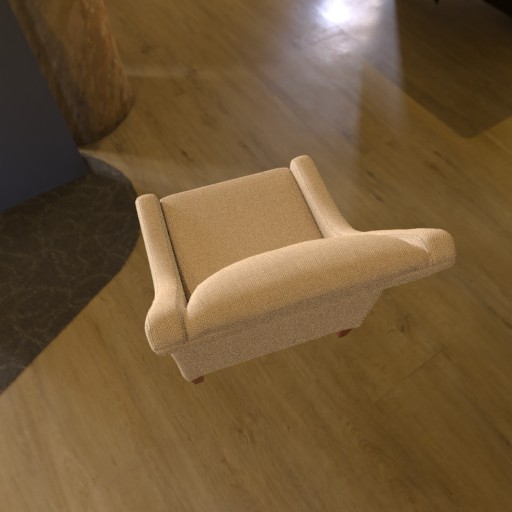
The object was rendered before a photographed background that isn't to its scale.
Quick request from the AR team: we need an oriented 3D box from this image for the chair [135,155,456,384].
[{"bbox_3d":[0.000,0.000,1.619,0.774,1.014,0.870,-16,60,-9],"label":"chair"}]
